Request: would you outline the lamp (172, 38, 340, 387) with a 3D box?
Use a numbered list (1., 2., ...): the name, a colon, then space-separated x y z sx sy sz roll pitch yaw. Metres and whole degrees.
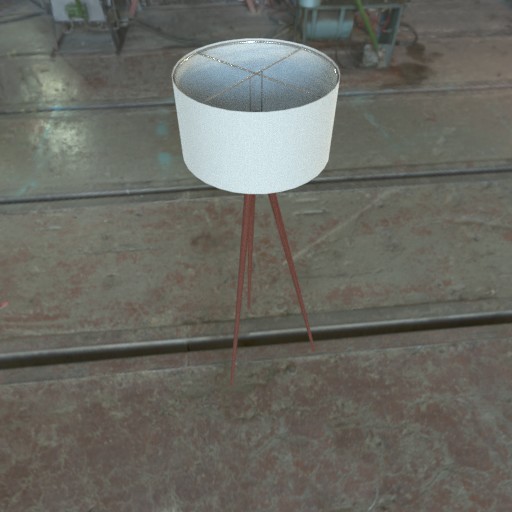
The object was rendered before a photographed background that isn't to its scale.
1. lamp: 0.000 0.000 1.842 0.483 1.553 0.483 30 53 25
